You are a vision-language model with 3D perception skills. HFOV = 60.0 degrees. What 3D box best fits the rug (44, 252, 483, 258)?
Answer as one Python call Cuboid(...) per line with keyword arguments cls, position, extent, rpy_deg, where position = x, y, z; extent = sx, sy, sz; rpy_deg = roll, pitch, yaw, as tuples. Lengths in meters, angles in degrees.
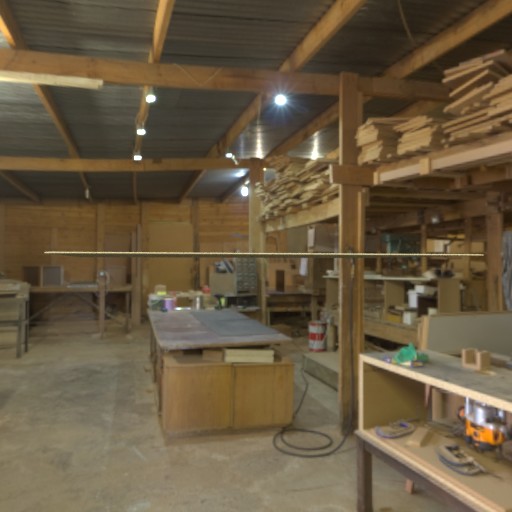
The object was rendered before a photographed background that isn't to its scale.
Cuboid(cls="rug", position=(0.000, 0.000, 3.061), extent=(2.438, 0.008, 1.523), rpy_deg=(0, -1, -17))
